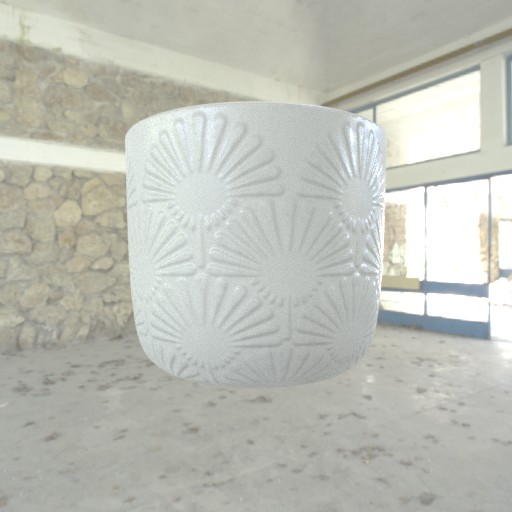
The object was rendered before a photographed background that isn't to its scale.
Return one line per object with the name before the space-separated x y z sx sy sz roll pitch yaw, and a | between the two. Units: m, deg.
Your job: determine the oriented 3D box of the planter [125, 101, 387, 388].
planter | 0.000 0.000 0.218 0.124 0.109 0.124 0 -1 0
